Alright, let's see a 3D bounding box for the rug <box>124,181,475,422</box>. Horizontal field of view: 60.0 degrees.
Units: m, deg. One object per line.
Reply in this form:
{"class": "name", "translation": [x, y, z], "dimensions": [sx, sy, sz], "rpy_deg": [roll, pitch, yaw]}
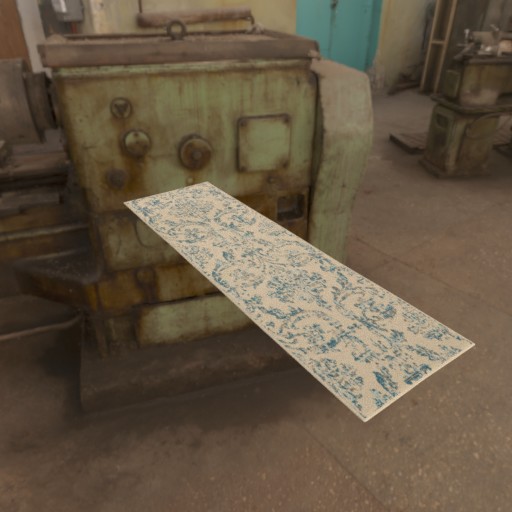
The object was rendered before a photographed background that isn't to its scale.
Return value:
{"class": "rug", "translation": [0.000, 0.000, 2.431], "dimensions": [0.662, 0.011, 2.196], "rpy_deg": [-20, 37, -30]}
